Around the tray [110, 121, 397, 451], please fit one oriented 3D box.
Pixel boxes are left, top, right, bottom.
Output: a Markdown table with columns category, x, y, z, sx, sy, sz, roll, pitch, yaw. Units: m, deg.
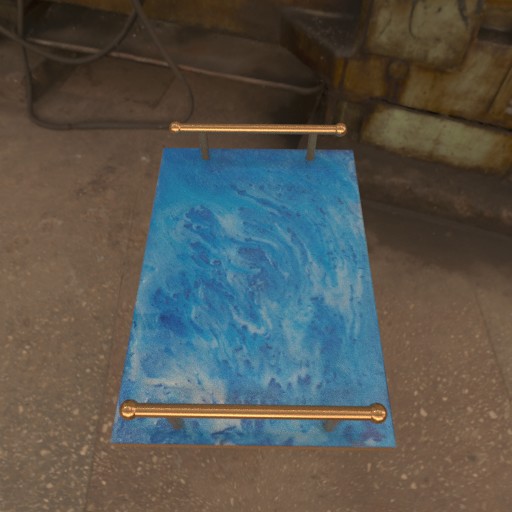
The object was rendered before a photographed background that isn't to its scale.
| category | x | y | z | sx | sy | sz | roll | pitch | yaw |
| --- | --- | --- | --- | --- | --- | --- | --- | --- | --- |
| tray | 0.000 | 0.000 | 0.566 | 0.304 | 0.084 | 0.444 | 1 | 57 | 0 |
